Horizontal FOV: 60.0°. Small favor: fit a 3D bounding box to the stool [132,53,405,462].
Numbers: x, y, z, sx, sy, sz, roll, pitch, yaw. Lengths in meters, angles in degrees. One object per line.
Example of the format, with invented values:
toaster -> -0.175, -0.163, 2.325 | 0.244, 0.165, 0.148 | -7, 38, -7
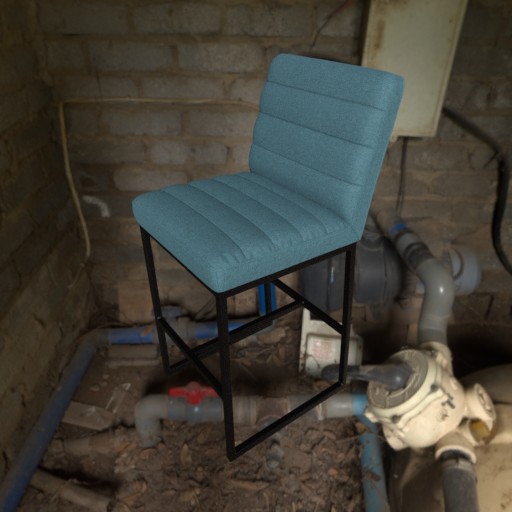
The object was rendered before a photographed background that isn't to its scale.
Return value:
stool -> 0.000, 0.000, 1.323 | 0.560, 1.040, 0.460 | -21, 37, -30
